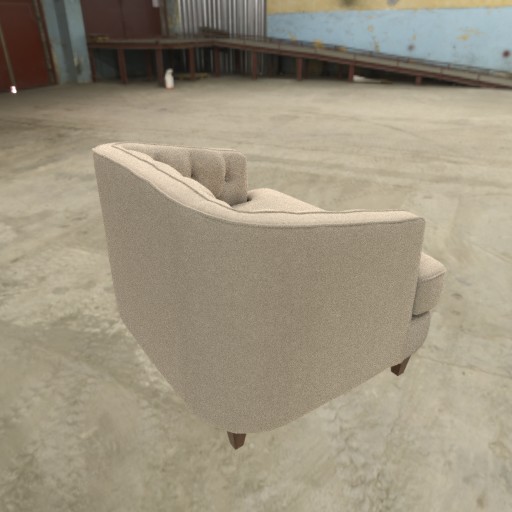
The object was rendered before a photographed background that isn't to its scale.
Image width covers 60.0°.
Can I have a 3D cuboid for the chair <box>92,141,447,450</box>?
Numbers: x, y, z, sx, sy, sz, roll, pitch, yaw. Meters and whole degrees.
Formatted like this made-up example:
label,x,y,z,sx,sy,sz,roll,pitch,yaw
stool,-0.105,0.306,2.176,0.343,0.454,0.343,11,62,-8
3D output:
label,x,y,z,sx,sy,sz,roll,pitch,yaw
chair,0.000,0.000,1.715,0.941,0.852,1.104,-18,32,-31
